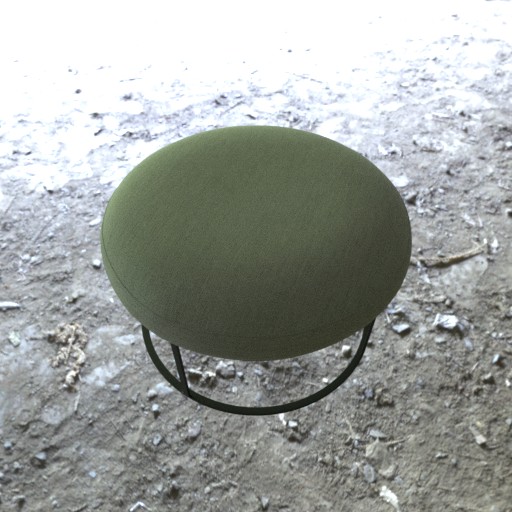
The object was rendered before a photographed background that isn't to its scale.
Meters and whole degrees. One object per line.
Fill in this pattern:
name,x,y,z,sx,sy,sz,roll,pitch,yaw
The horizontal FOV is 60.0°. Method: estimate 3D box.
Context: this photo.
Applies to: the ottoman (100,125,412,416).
ottoman,0.000,0.000,1.220,0.769,0.459,0.769,0,47,0
